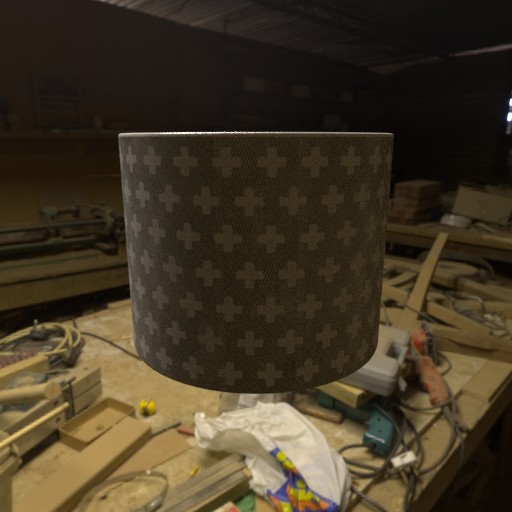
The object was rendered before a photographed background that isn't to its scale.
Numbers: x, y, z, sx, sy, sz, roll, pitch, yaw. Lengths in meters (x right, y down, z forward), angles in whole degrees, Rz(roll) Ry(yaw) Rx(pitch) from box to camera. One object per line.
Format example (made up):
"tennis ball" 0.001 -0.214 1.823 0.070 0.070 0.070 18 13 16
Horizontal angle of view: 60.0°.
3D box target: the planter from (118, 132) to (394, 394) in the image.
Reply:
"planter" 0.000 0.000 0.342 0.190 0.181 0.190 0 15 0
